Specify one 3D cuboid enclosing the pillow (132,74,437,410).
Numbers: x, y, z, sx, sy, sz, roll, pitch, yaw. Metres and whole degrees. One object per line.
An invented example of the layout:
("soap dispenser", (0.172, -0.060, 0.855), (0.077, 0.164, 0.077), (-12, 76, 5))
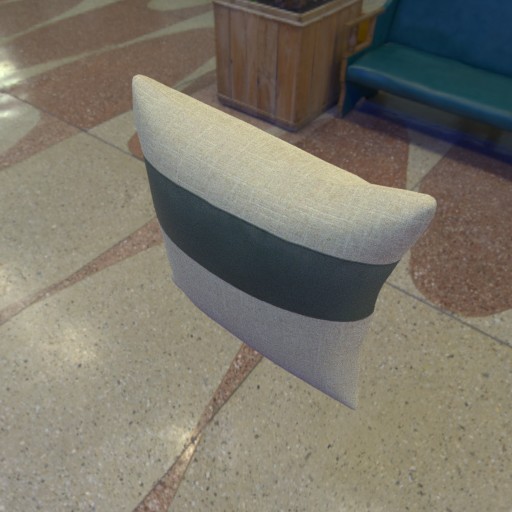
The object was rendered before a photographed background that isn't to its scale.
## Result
("pillow", (0.000, 0.000, 0.620), (0.414, 0.399, 0.173), (31, 53, 27))
